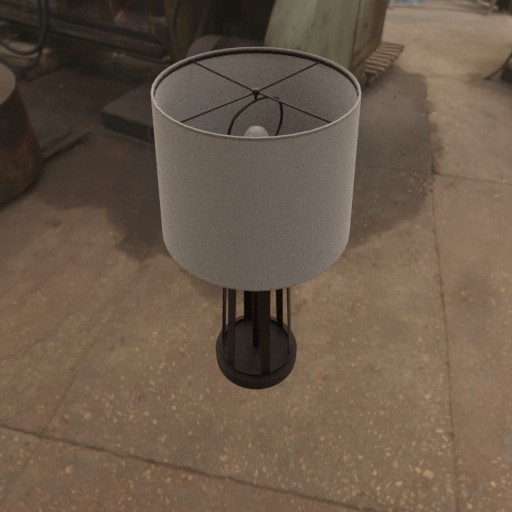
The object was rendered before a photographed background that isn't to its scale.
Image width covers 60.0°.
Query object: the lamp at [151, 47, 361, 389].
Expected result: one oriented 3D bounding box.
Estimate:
[{"bbox_3d":[0.000,0.000,0.648,0.251,0.509,0.251,0,45,0],"label":"lamp"}]
